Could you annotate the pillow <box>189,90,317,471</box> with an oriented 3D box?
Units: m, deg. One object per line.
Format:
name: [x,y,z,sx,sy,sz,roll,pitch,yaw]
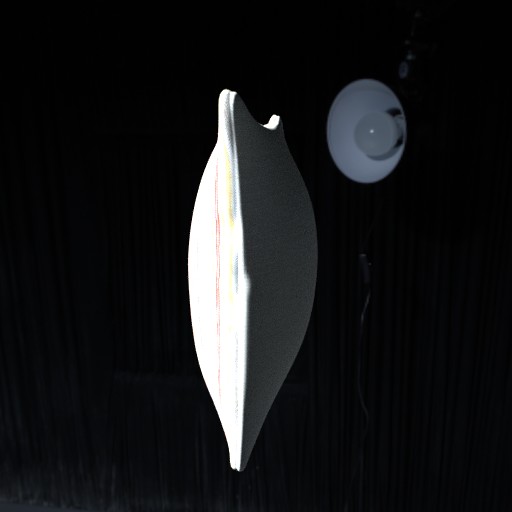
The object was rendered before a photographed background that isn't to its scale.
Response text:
pillow: [0.000,0.000,0.694,0.191,0.449,0.451,2,14,8]
